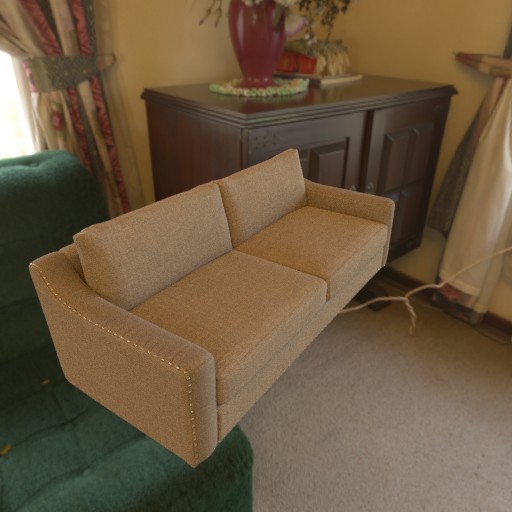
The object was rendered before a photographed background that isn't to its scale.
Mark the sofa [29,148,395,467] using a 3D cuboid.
[{"bbox_3d":[0.000,0.000,2.686,1.000,0.857,2.208,18,32,30],"label":"sofa"}]
